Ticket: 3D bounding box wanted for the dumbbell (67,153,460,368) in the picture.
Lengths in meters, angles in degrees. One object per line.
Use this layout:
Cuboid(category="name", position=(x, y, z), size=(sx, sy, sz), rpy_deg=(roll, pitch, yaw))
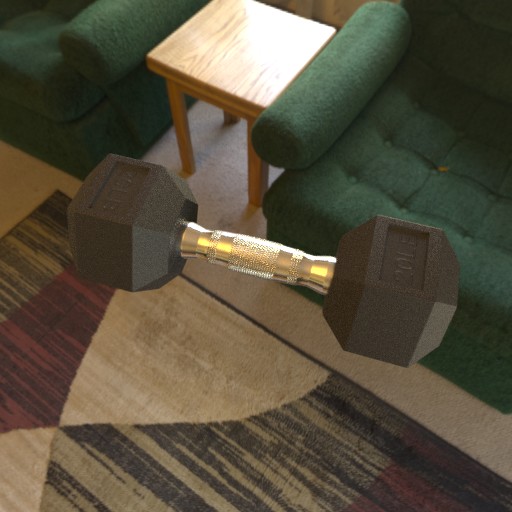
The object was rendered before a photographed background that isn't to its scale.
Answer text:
Cuboid(category="dumbbell", position=(0.000, 0.000, 0.359), size=(0.297, 0.101, 0.116), rpy_deg=(14, 61, 8))
